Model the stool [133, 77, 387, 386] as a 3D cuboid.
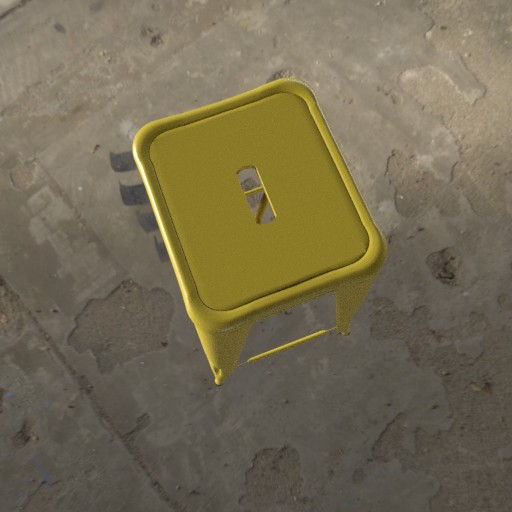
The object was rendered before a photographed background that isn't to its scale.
[{"bbox_3d":[0.000,0.000,0.845,0.359,0.609,0.399,-21,76,-5],"label":"stool"}]
